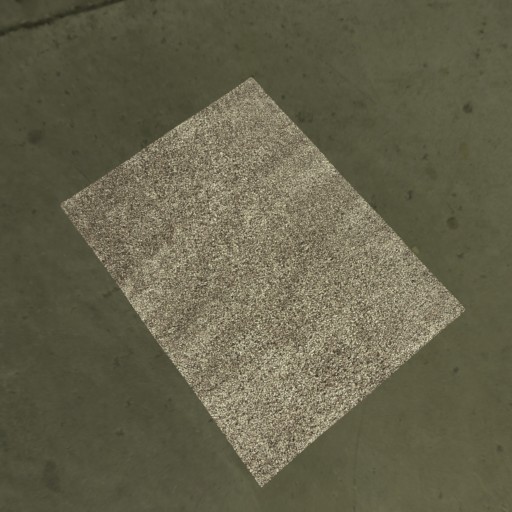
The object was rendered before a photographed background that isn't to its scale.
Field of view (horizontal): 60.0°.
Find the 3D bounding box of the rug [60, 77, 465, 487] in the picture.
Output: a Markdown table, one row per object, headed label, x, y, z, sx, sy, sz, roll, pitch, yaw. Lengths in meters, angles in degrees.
| label | x | y | z | sx | sy | sz | roll | pitch | yaw |
| --- | --- | --- | --- | --- | --- | --- | --- | --- | --- |
| rug | 0.000 | 0.000 | 2.115 | 1.198 | 0.025 | 1.601 | -37 | 77 | -10 |
